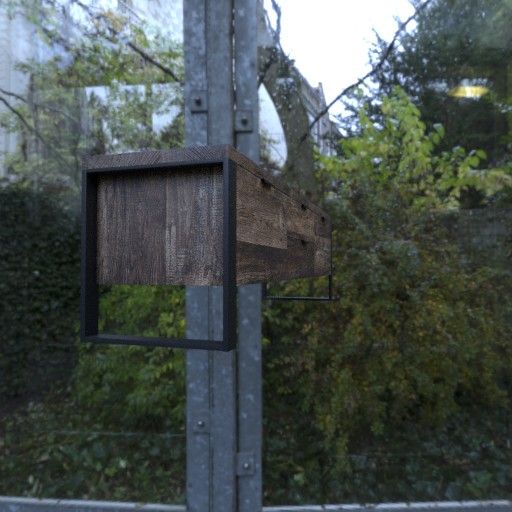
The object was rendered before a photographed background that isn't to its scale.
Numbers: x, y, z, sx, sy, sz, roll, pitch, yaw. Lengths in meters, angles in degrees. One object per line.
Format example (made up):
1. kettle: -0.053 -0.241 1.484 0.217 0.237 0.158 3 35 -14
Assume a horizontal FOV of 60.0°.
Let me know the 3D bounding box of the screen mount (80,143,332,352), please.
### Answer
1. screen mount: 0.000 0.000 1.738 0.395 0.450 1.524 0 -1 18
